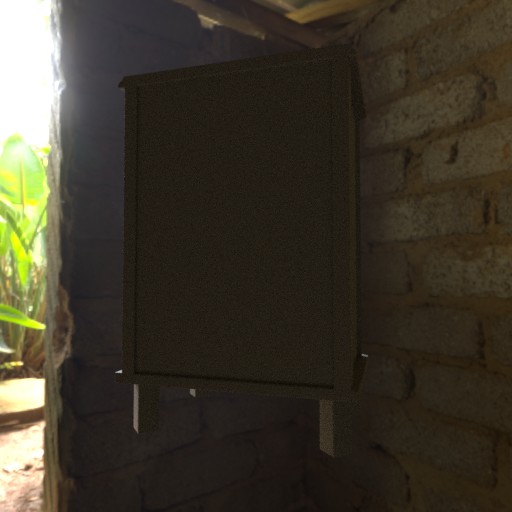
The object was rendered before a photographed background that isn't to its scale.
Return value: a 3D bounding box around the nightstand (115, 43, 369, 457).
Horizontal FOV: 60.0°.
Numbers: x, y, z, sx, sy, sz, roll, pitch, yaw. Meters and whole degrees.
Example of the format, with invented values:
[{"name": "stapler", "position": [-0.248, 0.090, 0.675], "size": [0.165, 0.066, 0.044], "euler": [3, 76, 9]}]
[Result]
[{"name": "nightstand", "position": [0.000, 0.000, 0.943], "size": [0.450, 0.680, 0.350], "euler": [-1, -2, 17]}]
